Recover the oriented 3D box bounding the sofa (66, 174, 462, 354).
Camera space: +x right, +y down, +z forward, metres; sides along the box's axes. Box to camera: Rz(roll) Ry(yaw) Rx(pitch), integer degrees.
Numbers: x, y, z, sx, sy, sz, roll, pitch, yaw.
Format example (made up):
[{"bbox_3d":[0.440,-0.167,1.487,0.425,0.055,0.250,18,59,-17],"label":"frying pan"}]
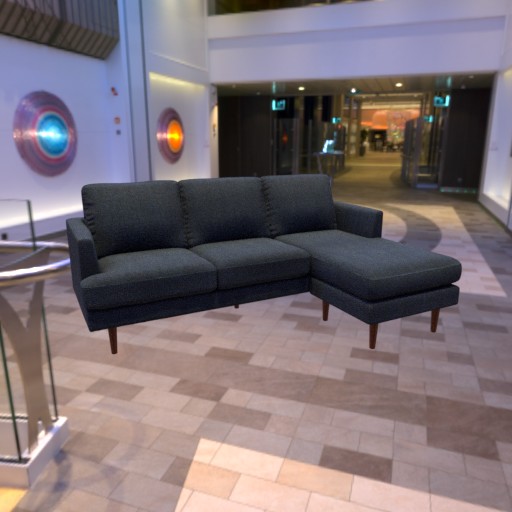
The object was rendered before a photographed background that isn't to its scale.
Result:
[{"bbox_3d":[0.000,0.000,2.974,2.233,0.956,1.504,-7,17,-26],"label":"sofa"}]
